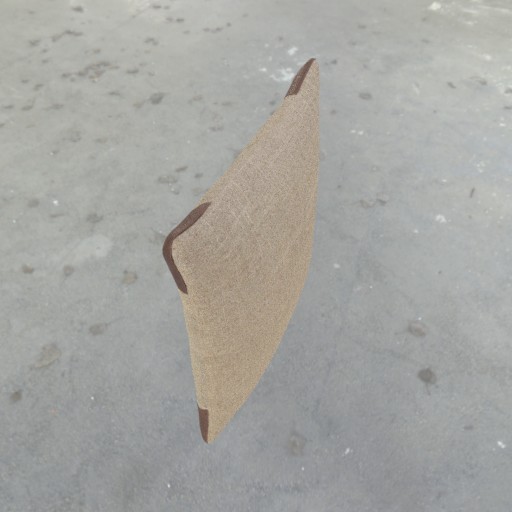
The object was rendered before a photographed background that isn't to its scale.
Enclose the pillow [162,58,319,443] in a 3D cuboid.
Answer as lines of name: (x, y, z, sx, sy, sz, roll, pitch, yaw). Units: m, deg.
pillow: (0.000, 0.000, 0.687, 0.147, 0.448, 0.437, 16, 49, 14)
